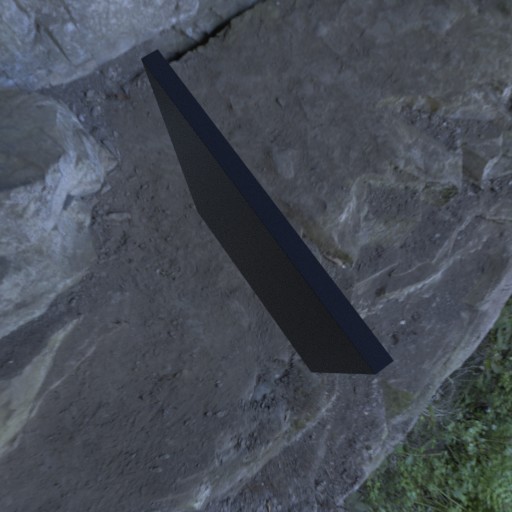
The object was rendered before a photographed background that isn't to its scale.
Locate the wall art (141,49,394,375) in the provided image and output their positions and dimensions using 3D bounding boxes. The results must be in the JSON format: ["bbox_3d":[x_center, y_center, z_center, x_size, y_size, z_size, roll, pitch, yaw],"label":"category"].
[{"bbox_3d":[0.000,0.000,0.710,0.023,0.505,0.428,-34,78,-8],"label":"wall art"}]
